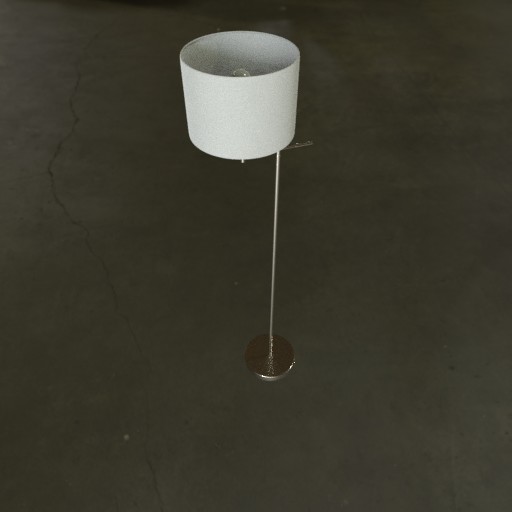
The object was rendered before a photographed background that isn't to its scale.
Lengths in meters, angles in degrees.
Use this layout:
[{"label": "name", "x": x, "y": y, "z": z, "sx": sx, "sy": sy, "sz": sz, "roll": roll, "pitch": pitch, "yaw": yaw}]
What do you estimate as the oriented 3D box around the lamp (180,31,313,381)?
[{"label": "lamp", "x": 0.000, "y": 0.000, "z": 1.777, "sx": 0.416, "sy": 1.600, "sz": 0.324, "roll": -14, "pitch": 47, "yaw": -14}]
